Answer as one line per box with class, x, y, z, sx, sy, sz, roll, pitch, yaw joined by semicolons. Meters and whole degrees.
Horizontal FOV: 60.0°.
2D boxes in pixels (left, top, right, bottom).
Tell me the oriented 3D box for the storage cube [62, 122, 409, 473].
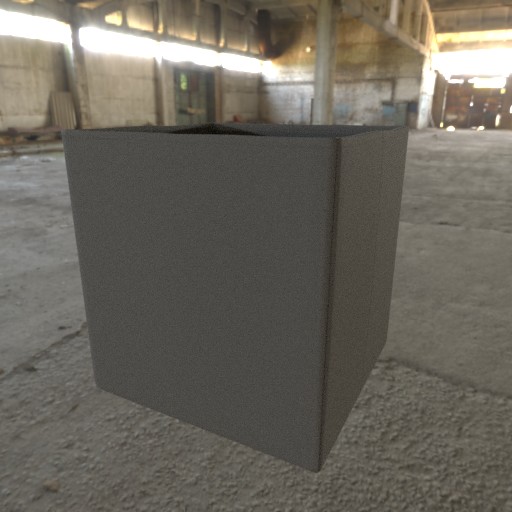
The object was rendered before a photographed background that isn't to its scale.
storage cube;0.000;0.000;0.501;0.270;0.280;0.270;10;21;27
